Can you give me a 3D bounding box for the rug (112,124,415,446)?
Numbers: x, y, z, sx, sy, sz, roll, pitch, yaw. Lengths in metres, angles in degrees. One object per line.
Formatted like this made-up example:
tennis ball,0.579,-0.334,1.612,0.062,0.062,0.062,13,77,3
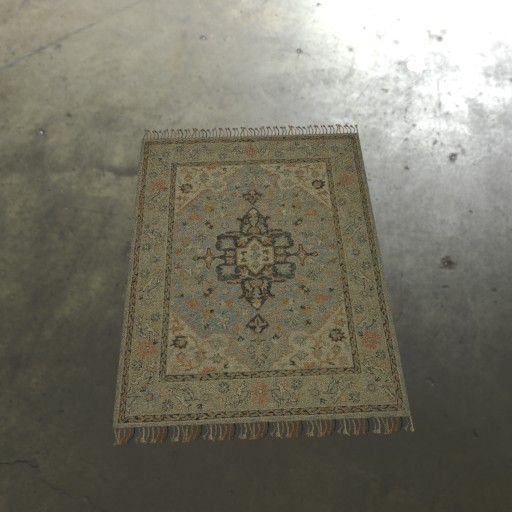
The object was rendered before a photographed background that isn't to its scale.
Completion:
rug,0.000,0.000,4.184,2.379,0.011,3.221,-2,63,-1
